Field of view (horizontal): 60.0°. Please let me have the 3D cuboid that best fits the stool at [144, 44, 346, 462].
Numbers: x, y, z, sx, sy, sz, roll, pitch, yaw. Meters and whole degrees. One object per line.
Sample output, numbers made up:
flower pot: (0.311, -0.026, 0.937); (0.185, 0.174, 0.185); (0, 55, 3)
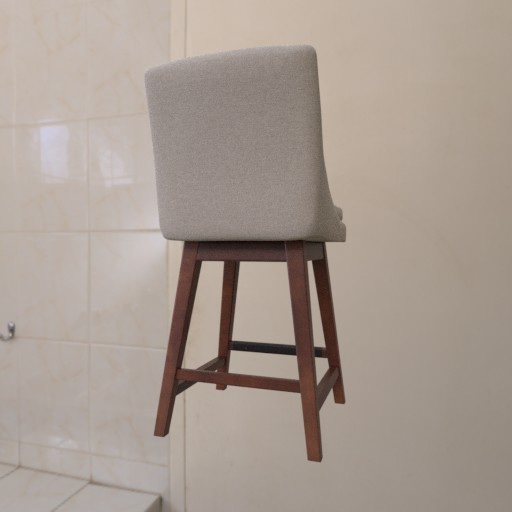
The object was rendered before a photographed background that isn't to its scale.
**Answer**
stool: (0.000, 0.000, 1.319); (0.469, 0.991, 0.559); (0, 1, 19)
